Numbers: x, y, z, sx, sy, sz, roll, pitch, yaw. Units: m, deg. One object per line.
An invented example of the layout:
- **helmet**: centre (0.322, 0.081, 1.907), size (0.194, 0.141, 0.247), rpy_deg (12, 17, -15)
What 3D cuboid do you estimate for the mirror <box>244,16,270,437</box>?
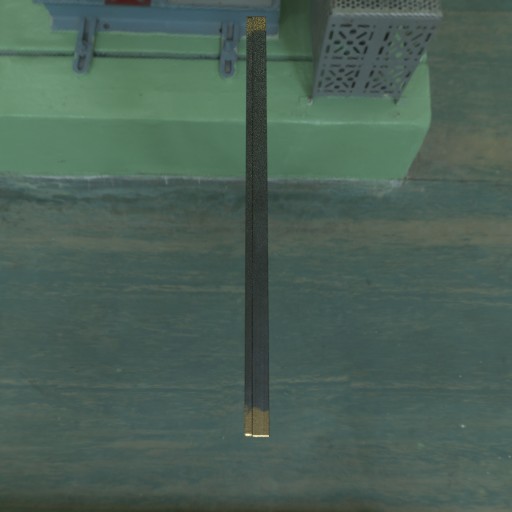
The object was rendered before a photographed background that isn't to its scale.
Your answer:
- **mirror**: centre (0.000, 0.000, 0.566), size (0.020, 0.381, 0.382), rpy_deg (0, 75, 0)
